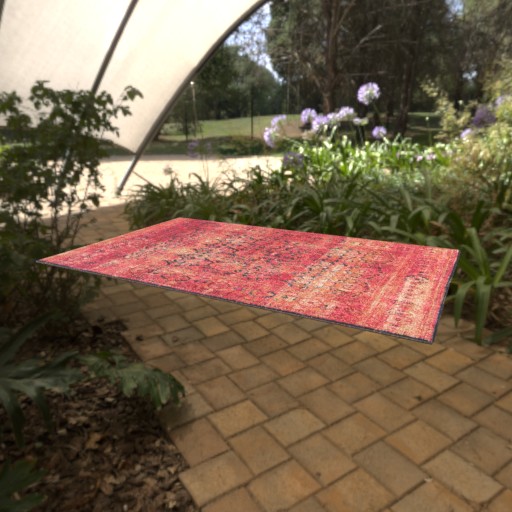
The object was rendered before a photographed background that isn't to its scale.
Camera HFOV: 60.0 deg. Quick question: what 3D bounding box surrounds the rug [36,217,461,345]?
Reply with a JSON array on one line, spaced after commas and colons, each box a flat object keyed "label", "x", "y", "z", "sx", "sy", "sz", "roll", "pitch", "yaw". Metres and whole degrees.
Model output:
[{"label": "rug", "x": 0.000, "y": 0.000, "z": 3.000, "sx": 2.449, "sy": 0.018, "sz": 1.539, "roll": 9, "pitch": 19, "yaw": 26}]
